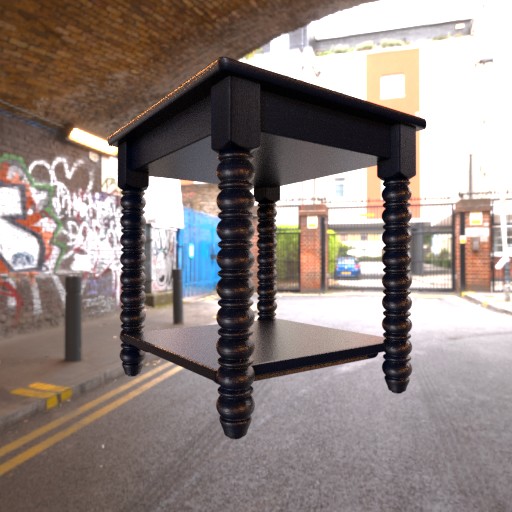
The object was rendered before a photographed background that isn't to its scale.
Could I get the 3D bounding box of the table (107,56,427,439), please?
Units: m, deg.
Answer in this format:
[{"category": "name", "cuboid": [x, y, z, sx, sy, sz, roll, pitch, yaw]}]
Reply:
[{"category": "table", "cuboid": [0.000, 0.000, 0.989, 0.500, 0.567, 0.533, 0, -1, -36]}]
